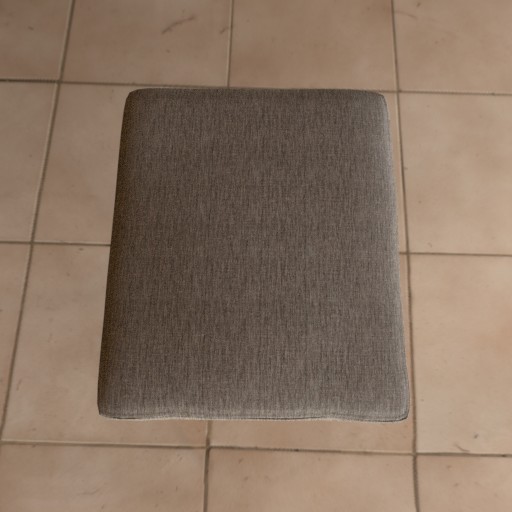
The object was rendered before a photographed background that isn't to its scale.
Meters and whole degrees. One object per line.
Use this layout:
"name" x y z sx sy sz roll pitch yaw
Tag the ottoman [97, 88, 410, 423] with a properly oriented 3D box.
"ottoman" 0.000 0.000 1.454 0.839 0.492 0.994 1 75 0
